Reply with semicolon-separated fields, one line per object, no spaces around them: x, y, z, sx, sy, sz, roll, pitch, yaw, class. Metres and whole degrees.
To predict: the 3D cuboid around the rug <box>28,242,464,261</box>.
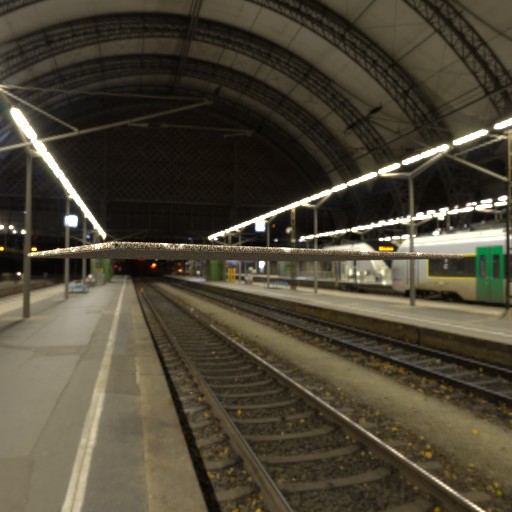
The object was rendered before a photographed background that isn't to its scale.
0.000;0.000;2.901;2.438;0.030;1.524;1;-2;-37;rug
